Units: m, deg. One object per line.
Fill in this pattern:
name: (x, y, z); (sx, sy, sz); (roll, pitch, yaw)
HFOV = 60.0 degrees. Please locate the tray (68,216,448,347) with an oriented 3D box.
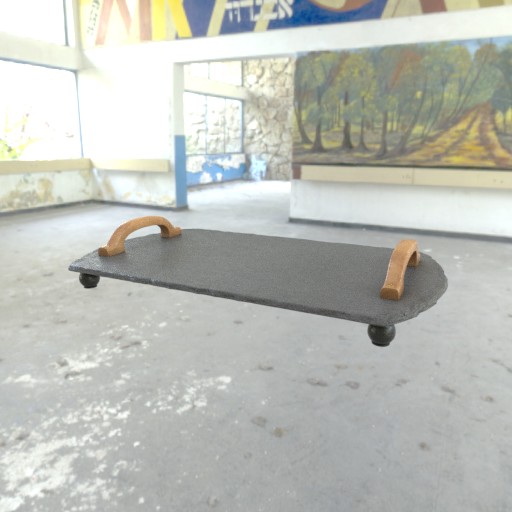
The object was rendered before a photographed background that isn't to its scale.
tray: (0.000, 0.000, 0.482); (0.387, 0.062, 0.231); (7, 16, 26)
